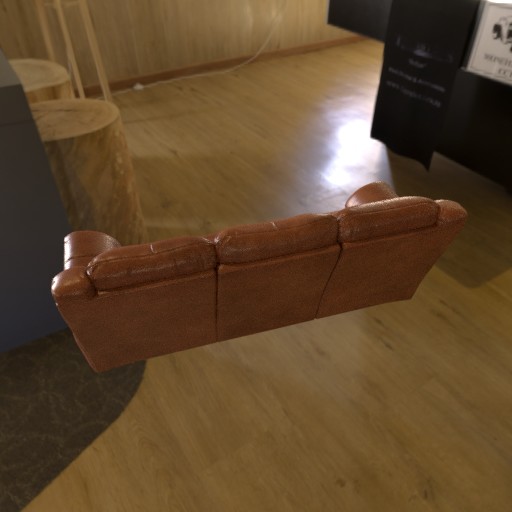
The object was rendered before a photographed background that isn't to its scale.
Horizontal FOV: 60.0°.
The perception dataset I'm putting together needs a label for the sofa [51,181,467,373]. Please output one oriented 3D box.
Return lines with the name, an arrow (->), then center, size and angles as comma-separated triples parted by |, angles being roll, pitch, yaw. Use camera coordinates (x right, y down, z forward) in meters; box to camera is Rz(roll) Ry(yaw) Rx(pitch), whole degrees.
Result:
sofa -> 0.000, 0.000, 2.863 | 2.337, 1.043, 0.991 | -11, 42, -13
